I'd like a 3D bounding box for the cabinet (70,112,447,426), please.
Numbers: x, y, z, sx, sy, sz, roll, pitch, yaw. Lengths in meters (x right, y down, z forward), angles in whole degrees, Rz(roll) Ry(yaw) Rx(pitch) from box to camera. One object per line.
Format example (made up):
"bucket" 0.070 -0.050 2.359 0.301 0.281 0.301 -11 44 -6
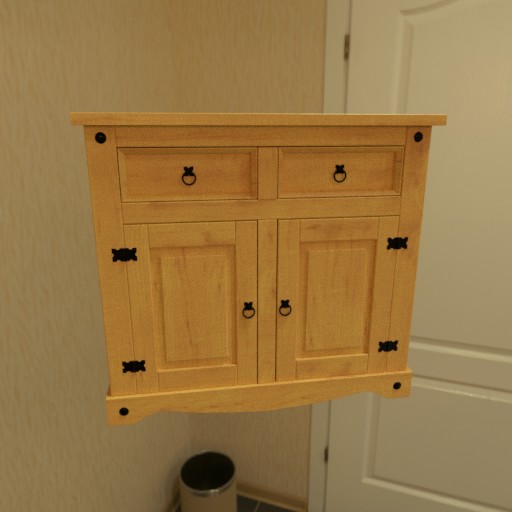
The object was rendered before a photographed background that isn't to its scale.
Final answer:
"cabinet" 0.000 0.000 1.394 0.920 0.840 0.450 -3 16 -9
